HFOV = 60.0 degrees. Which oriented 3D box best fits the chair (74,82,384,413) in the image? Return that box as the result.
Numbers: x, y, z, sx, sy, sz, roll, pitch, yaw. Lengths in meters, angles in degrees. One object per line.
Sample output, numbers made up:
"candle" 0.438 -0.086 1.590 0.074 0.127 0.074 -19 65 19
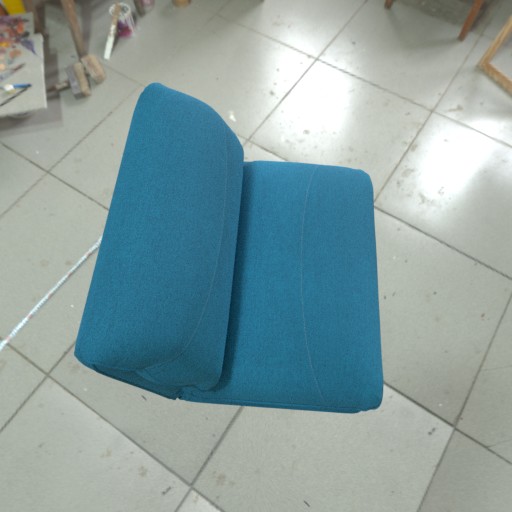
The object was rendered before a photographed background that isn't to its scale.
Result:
"chair" 0.000 0.000 1.316 0.780 0.580 0.820 4 64 2
